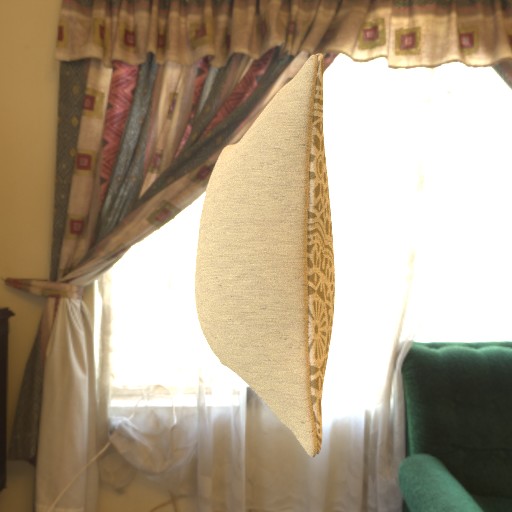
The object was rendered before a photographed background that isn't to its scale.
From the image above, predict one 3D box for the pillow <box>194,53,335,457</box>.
[{"bbox_3d":[0.000,0.000,0.662,0.167,0.421,0.438,0,0,-17],"label":"pillow"}]
